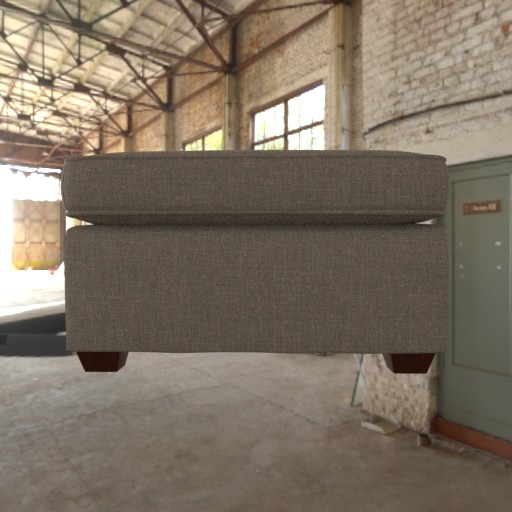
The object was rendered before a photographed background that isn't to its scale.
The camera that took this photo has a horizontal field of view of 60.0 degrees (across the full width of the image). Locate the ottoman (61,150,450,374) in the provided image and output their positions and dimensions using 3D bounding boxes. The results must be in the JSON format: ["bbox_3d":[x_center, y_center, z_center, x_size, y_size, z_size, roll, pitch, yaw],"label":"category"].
[{"bbox_3d":[0.000,0.000,1.093,0.762,0.457,0.559,0,1,1],"label":"ottoman"}]
